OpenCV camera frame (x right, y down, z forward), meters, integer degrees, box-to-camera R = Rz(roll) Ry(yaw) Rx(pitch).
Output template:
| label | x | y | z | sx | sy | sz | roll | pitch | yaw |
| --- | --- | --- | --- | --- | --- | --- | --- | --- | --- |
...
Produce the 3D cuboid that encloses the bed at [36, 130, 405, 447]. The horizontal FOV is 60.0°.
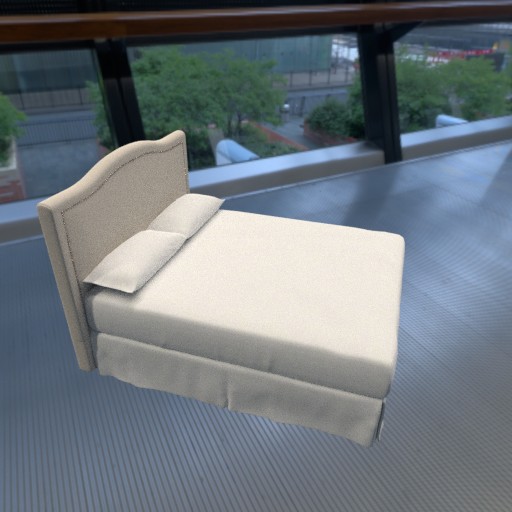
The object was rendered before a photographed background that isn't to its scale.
| label | x | y | z | sx | sy | sz | roll | pitch | yaw |
| --- | --- | --- | --- | --- | --- | --- | --- | --- | --- |
| bed | 0.000 | 0.000 | 3.302 | 2.143 | 1.460 | 1.753 | 9 | 31 | 16 |
